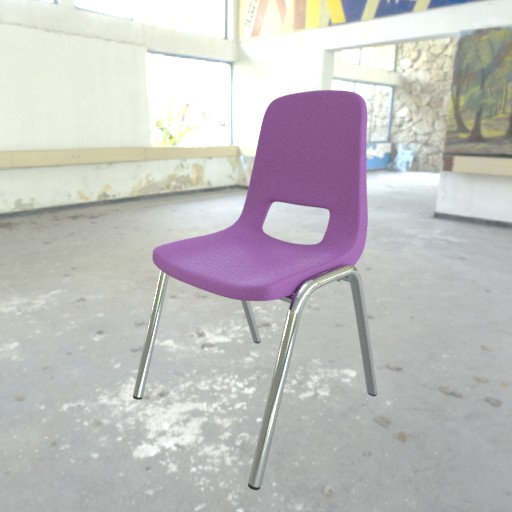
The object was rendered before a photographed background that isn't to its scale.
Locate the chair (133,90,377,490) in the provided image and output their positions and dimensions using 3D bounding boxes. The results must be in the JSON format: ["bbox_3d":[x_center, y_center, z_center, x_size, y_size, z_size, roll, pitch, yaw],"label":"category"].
[{"bbox_3d":[0.000,0.000,0.680,0.291,0.493,0.301,15,22,42],"label":"chair"}]
